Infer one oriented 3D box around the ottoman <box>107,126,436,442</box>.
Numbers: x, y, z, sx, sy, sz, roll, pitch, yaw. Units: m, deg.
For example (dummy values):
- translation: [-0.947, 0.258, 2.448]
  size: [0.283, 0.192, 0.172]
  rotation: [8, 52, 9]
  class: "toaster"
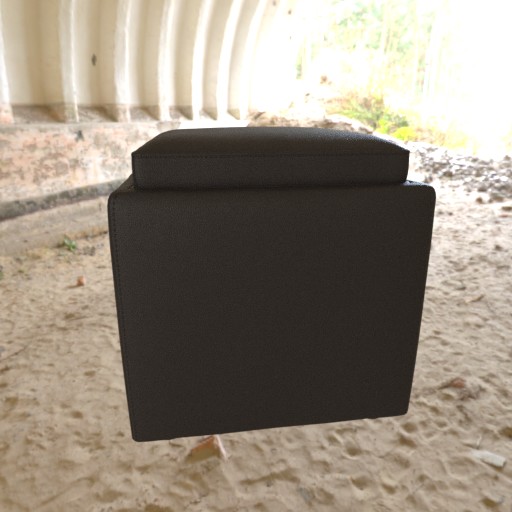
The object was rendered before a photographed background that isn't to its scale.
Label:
- translation: [0.000, 0.000, 0.823]
  size: [0.450, 0.460, 0.451]
  rotation: [-3, 18, -8]
  class: "ottoman"
